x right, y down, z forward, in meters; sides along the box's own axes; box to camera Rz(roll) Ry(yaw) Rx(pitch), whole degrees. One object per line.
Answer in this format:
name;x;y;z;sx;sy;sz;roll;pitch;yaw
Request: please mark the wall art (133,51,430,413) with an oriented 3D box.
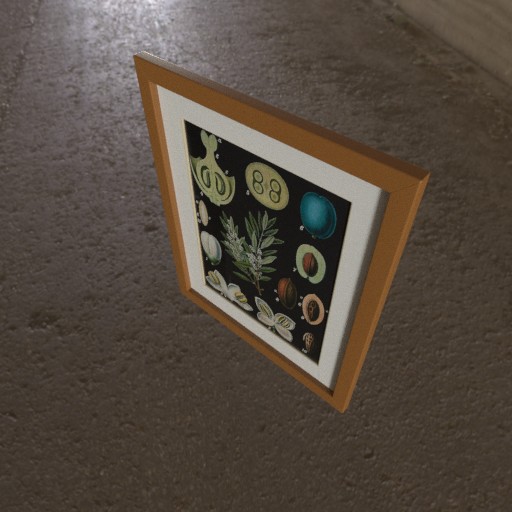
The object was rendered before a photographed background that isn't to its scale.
wall art;0.000;0.000;0.744;0.449;0.550;0.021;32;55;26
